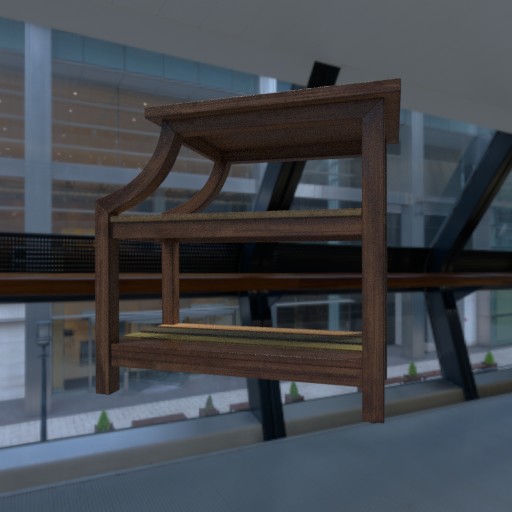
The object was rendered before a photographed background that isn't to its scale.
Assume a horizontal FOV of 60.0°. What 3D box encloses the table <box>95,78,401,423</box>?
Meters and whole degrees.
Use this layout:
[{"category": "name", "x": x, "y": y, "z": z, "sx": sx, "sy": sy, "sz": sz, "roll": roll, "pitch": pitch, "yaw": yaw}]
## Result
[{"category": "table", "x": 0.000, "y": 0.000, "z": 0.987, "sx": 0.609, "sy": 0.584, "sz": 0.356, "roll": 0, "pitch": 0, "yaw": 17}]
